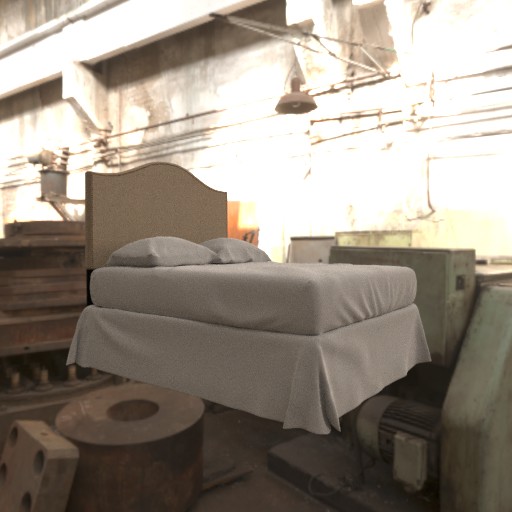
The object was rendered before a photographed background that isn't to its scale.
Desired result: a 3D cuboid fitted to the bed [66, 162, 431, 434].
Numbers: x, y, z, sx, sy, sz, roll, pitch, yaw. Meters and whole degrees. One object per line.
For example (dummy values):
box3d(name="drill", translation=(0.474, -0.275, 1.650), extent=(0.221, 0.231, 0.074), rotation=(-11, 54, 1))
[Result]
box3d(name="bed", translation=(0.000, 0.000, 3.395), extent=(2.221, 1.645, 1.876), rotation=(1, 2, 37))
